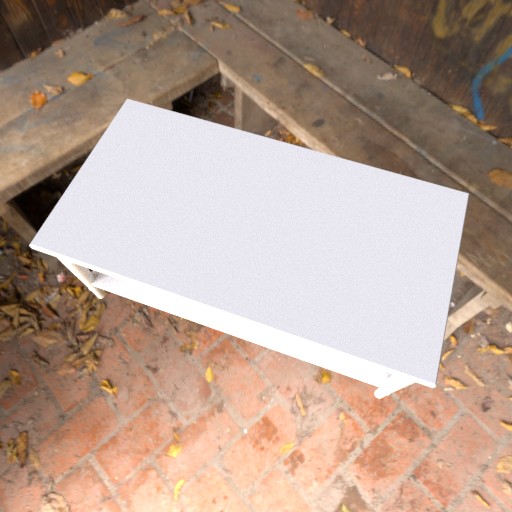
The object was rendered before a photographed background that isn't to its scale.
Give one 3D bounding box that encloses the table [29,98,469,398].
[{"bbox_3d":[0.000,0.000,1.403,1.067,0.457,0.559,18,65,9],"label":"table"}]
